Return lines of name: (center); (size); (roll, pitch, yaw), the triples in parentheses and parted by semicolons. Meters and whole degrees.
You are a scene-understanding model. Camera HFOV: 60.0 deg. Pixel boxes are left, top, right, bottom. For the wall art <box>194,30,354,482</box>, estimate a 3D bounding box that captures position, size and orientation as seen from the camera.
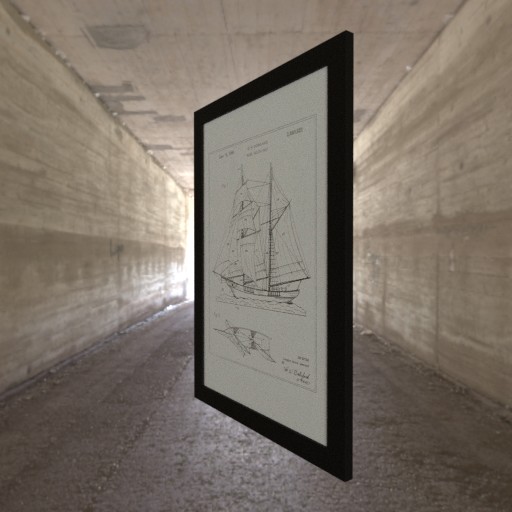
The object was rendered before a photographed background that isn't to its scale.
wall art: (0.000, 0.000, 0.584); (0.011, 0.459, 0.326); (0, 1, -36)
